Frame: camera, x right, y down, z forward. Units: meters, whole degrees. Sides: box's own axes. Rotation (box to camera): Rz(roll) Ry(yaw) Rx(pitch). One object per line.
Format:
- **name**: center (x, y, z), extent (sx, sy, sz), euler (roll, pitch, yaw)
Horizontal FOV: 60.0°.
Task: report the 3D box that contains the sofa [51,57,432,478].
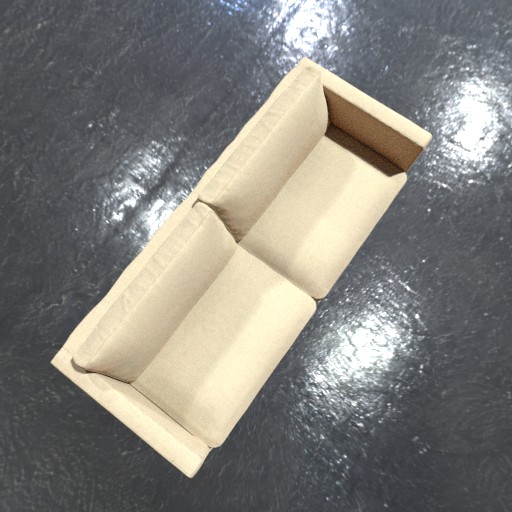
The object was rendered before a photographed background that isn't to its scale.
- **sofa**: center (0.000, 0.000, 2.694), extent (0.962, 0.853, 2.312), euler (35, 78, 9)
